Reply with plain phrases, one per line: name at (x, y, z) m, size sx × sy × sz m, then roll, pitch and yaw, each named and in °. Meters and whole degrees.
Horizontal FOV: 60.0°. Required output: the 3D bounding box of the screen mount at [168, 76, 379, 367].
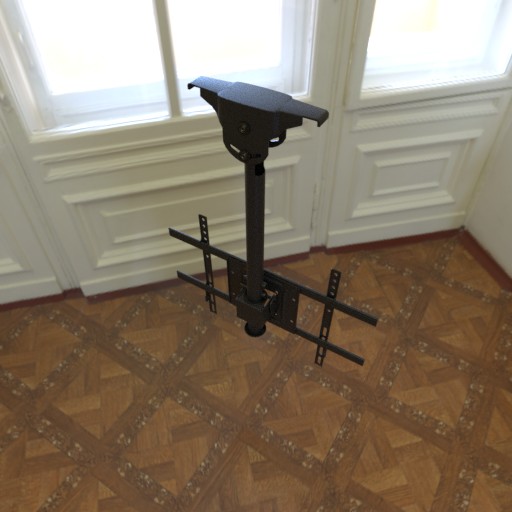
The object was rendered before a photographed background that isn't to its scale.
screen mount at (0.000, 0.000, 1.022) m, size 0.595 × 0.775 × 0.090 m, roll 23°, pitch 50°, yaw 21°
